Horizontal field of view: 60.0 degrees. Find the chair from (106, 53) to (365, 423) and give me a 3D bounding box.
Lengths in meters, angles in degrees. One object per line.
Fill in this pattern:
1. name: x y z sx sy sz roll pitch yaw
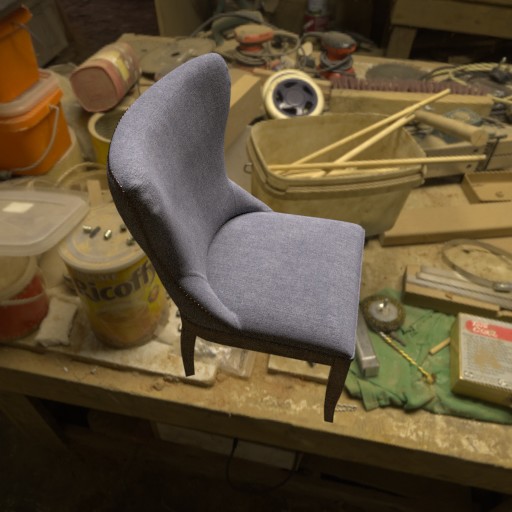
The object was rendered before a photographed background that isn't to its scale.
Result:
1. chair: 0.000 0.000 1.409 0.681 1.002 0.654 9 48 9
